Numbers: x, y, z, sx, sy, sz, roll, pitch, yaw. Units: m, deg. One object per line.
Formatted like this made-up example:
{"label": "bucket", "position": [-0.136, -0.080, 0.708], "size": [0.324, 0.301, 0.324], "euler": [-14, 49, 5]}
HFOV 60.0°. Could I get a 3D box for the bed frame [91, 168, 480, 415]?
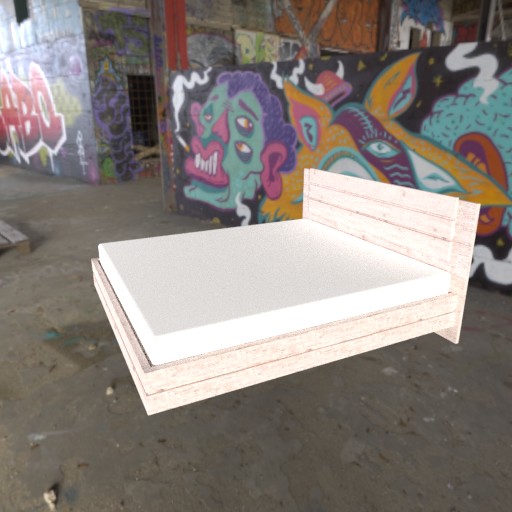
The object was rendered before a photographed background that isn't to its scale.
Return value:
{"label": "bed frame", "position": [0.000, 0.000, 3.229], "size": [2.080, 0.970, 1.950], "euler": [-9, 20, -25]}
